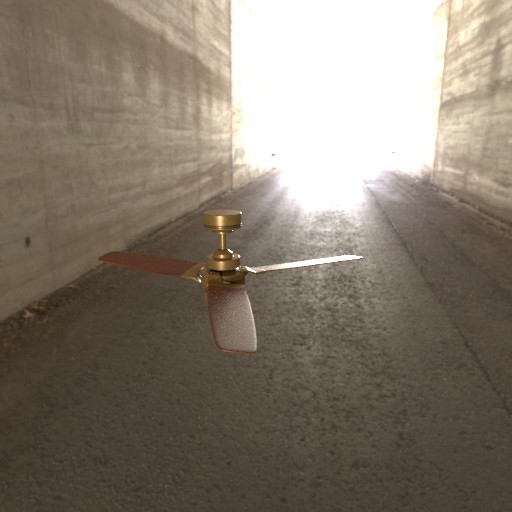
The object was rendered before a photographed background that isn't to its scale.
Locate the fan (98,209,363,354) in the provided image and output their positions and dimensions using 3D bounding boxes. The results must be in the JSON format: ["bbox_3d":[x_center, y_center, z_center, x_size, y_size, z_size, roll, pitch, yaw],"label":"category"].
[{"bbox_3d":[0.000,0.000,2.087,1.271,0.425,1.416,-7,16,-25],"label":"fan"}]
